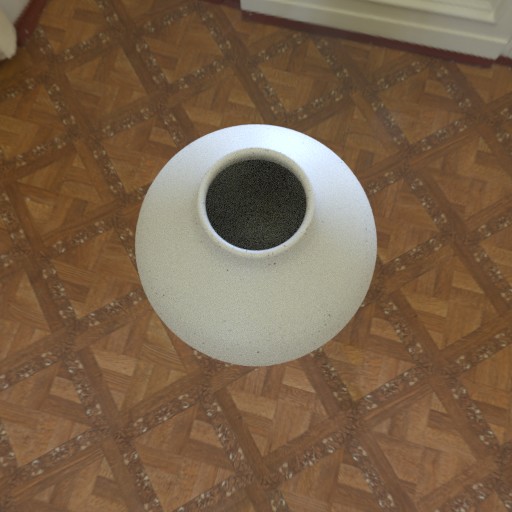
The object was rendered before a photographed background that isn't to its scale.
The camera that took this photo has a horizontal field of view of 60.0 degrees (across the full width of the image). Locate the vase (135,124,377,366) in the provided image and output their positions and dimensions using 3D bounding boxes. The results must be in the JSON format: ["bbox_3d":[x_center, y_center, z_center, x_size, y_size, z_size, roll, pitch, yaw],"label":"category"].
[{"bbox_3d":[0.000,0.000,0.351,0.169,0.240,0.169,0,76,0],"label":"vase"}]
